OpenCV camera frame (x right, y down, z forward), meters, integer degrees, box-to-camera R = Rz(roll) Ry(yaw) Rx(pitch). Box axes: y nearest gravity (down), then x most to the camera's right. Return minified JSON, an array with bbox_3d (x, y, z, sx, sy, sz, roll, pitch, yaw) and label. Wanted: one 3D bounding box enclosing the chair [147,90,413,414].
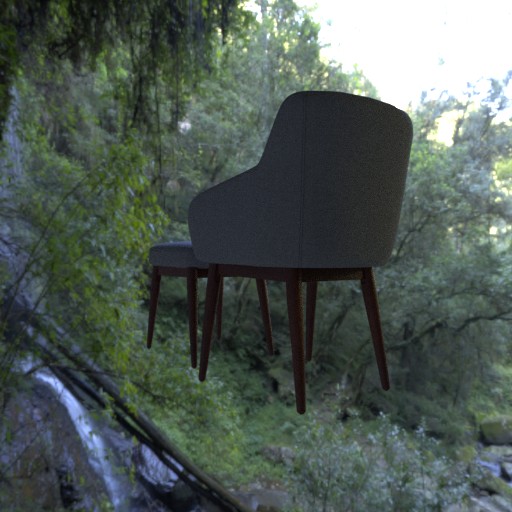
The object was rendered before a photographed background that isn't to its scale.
[{"bbox_3d":[0.000,0.000,1.564,0.584,0.799,1.107,0,0,-36],"label":"chair"}]
